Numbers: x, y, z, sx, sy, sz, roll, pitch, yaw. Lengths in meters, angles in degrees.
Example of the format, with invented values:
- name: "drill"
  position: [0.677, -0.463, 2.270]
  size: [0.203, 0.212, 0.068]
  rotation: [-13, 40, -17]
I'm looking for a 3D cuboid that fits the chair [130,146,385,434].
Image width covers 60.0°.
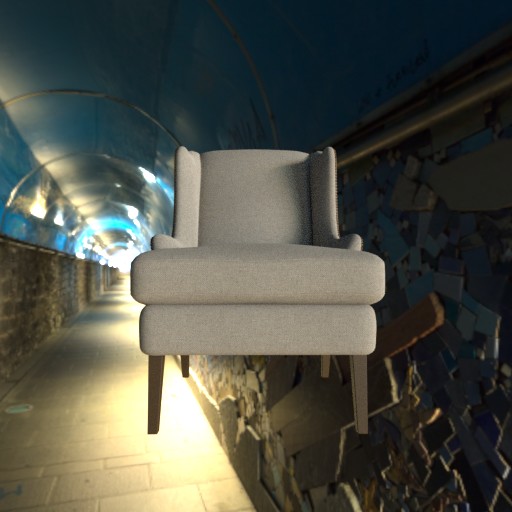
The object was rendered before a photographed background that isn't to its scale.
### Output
- name: "chair"
  position: [0.000, 0.000, 1.704]
  size: [0.737, 1.029, 0.940]
  rotation: [0, -1, -1]
